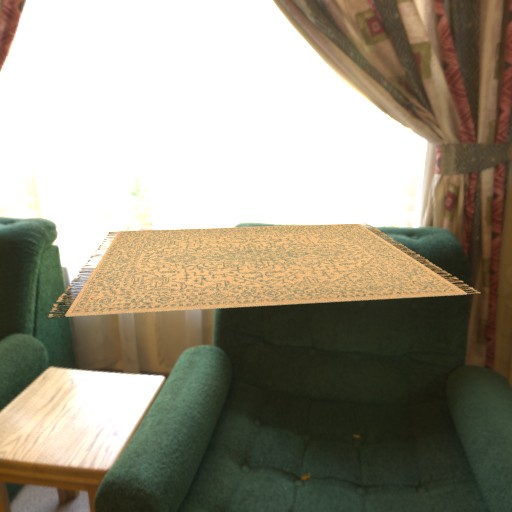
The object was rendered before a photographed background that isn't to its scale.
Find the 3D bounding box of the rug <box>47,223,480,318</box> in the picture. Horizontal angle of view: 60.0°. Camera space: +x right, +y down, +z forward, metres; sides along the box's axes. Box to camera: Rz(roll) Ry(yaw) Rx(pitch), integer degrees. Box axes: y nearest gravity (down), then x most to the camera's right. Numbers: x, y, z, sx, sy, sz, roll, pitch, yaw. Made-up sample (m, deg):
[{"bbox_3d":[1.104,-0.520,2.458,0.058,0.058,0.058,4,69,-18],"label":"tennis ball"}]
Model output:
[{"bbox_3d":[0.000,0.000,4.462,3.327,0.010,2.464,-2,18,-7],"label":"rug"}]
